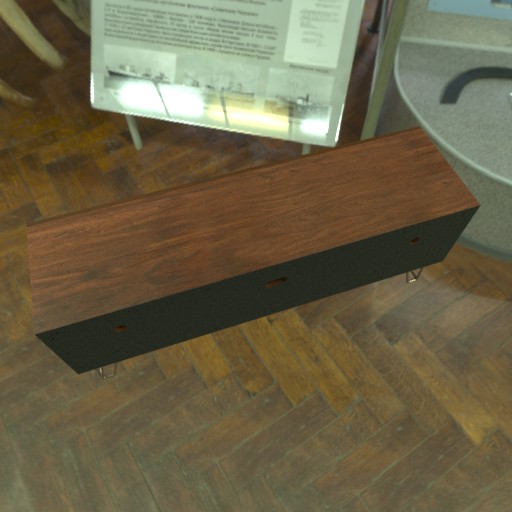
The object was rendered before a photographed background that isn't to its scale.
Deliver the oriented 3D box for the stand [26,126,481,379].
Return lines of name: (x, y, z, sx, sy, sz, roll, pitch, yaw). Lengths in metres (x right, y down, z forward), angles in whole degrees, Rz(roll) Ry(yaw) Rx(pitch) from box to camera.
stand: (0.000, 0.000, 1.907, 1.626, 0.610, 0.481, -16, 59, -10)
